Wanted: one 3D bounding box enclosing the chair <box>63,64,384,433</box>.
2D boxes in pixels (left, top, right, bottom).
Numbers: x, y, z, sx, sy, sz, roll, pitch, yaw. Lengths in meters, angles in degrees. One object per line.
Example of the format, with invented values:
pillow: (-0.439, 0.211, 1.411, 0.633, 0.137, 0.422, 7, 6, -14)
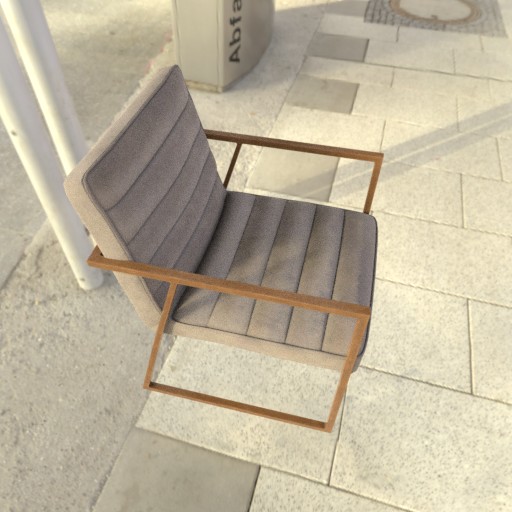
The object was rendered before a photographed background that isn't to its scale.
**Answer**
chair: (0.000, 0.000, 1.282, 0.682, 0.843, 0.578, 10, 49, 9)
